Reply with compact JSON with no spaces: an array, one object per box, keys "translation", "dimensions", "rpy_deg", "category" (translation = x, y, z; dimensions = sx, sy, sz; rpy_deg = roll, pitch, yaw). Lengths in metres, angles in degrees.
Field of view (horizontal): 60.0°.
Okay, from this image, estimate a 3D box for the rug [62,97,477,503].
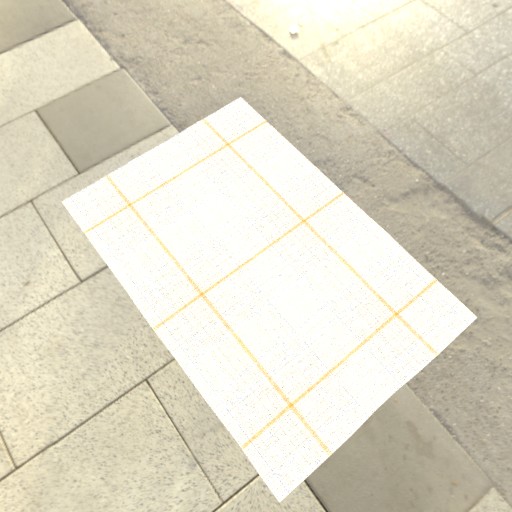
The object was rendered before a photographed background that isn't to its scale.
[{"translation":[0.000,0.000,2.244],"dimensions":[1.232,0.015,1.825],"rpy_deg":[-36,69,-16],"category":"rug"}]
